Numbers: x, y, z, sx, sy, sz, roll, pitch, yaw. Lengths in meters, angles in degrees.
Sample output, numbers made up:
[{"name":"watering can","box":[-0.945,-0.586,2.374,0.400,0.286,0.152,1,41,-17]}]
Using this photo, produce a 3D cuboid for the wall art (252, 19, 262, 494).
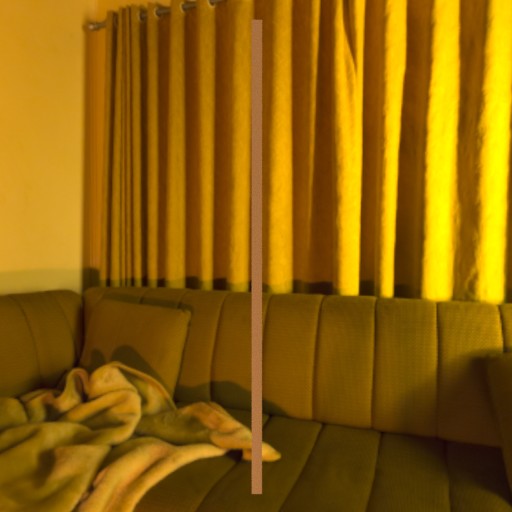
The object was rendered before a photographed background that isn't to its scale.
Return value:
[{"name":"wall art","box":[0.000,0.000,0.605,0.010,0.474,0.325,0,1,0]}]
